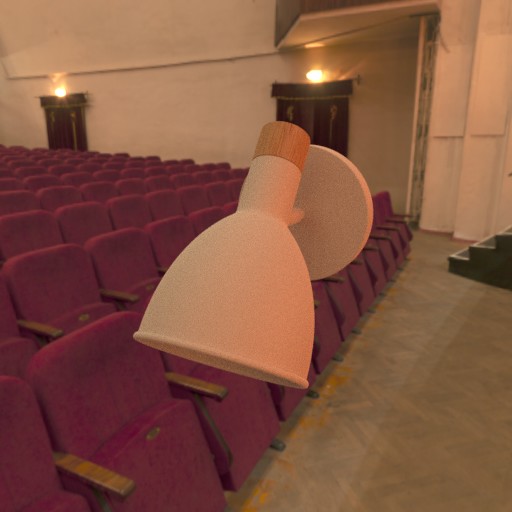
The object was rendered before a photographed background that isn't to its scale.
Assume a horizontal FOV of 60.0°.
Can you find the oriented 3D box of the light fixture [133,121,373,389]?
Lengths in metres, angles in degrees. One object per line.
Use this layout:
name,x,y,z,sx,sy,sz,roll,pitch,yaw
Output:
light fixture,0.000,0.000,0.336,0.127,0.199,0.209,7,16,26
